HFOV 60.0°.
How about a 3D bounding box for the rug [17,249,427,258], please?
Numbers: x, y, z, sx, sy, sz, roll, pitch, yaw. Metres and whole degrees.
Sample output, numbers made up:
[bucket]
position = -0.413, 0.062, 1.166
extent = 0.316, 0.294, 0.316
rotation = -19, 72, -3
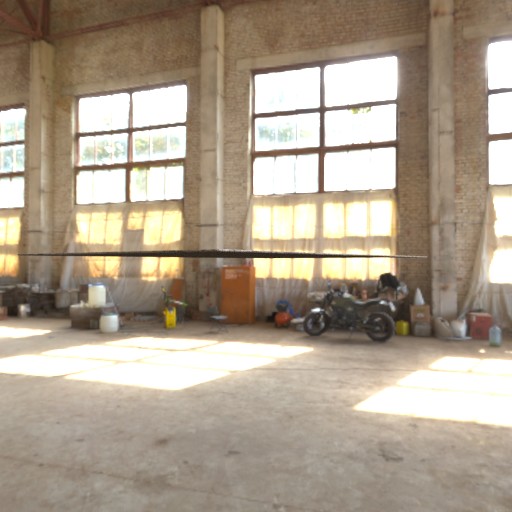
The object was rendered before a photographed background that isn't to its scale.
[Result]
[rug]
position = 0.000, 0.000, 2.995
extent = 1.546, 0.010, 2.442
rotation = -1, -1, 38
